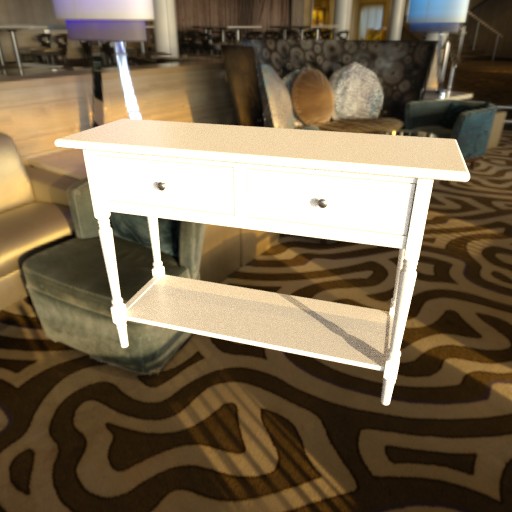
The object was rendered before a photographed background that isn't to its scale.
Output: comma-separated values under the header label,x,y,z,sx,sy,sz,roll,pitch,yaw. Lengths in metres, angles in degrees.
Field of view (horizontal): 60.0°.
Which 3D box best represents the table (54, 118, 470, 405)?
label,x,y,z,sx,sy,sz,roll,pitch,yaw
table,0.000,0.000,1.560,1.191,0.814,0.386,8,28,15
